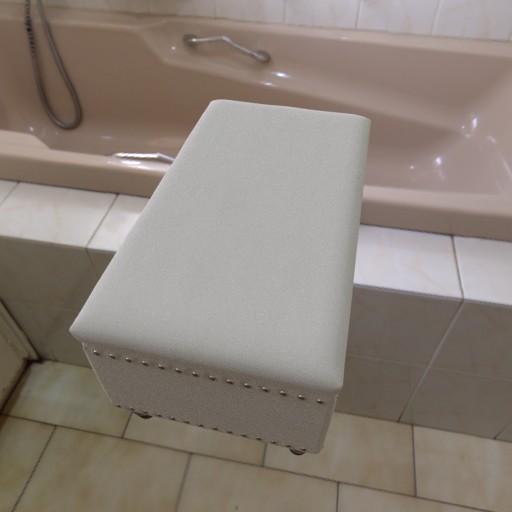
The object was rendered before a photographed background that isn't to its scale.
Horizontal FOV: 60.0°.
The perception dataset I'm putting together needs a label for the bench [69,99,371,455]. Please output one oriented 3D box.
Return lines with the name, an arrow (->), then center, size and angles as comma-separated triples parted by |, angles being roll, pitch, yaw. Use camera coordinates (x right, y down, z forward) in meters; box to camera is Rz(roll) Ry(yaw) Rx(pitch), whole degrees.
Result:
bench -> 0.000, 0.000, 1.203 | 0.500, 0.449, 0.887 | 10, 47, 9
